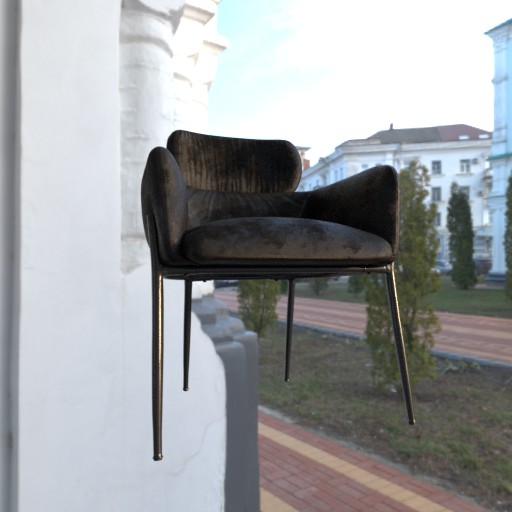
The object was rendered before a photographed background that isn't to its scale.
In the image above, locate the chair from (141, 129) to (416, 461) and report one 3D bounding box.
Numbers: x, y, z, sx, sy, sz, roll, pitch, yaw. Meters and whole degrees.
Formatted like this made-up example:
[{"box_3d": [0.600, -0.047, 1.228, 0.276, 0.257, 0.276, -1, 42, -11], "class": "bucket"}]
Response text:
[{"box_3d": [0.000, 0.000, 1.237, 0.640, 0.818, 0.604, 0, -1, -19], "class": "chair"}]
